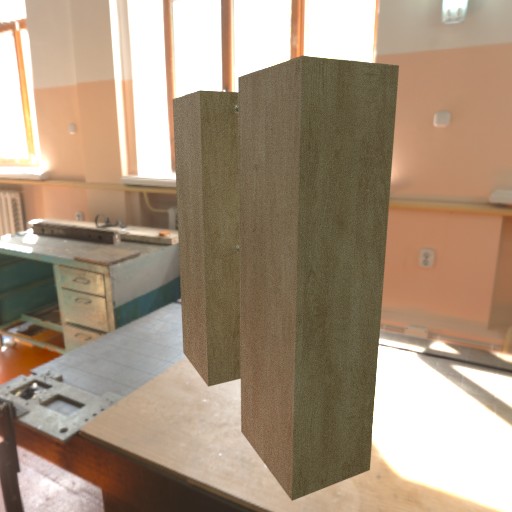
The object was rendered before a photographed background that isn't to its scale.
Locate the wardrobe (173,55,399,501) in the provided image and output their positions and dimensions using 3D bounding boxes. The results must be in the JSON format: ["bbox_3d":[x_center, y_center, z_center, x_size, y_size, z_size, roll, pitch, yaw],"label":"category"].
[{"bbox_3d":[0.000,0.000,2.782,0.480,2.000,1.770,-7,15,-25],"label":"wardrobe"}]
